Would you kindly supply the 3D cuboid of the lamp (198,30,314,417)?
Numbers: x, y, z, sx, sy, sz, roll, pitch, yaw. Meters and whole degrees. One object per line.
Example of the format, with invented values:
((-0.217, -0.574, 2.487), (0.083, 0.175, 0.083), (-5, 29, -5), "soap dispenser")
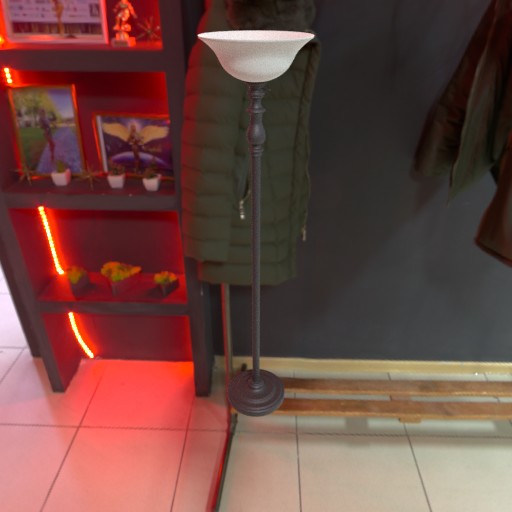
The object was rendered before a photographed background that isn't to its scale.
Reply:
((0.000, 0.000, 2.006), (0.405, 1.797, 0.405), (19, 36, 29), "lamp")
